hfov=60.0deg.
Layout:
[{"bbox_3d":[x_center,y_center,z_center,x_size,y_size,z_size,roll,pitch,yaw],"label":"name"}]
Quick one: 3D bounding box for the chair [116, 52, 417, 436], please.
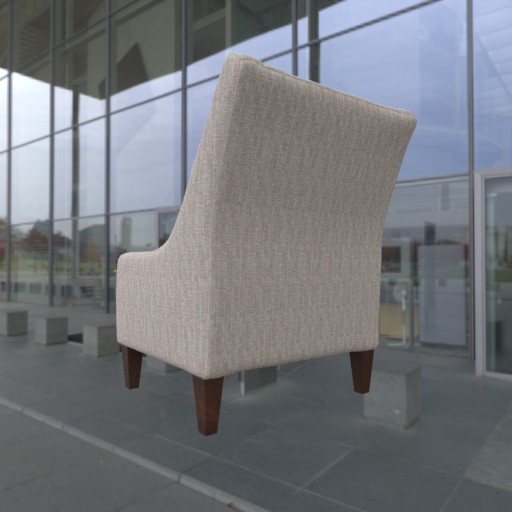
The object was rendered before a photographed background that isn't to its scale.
[{"bbox_3d":[0.000,0.000,1.634,0.774,1.014,0.870,1,-1,-37],"label":"chair"}]
